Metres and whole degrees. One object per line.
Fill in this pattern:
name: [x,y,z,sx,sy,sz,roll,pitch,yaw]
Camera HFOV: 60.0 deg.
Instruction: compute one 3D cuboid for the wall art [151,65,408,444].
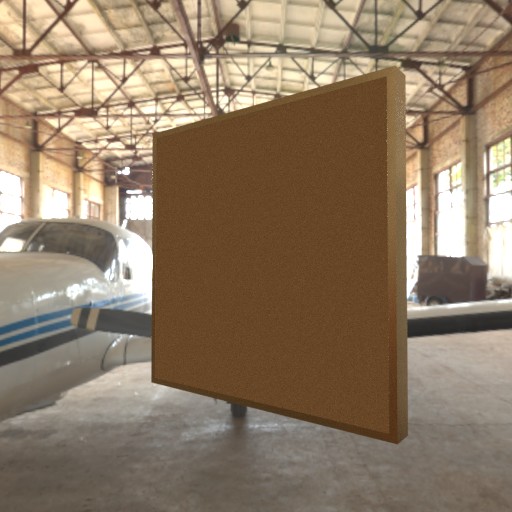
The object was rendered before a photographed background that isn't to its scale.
wall art: [0.000,0.000,0.767,0.509,0.509,0.040,-1,-2,38]
